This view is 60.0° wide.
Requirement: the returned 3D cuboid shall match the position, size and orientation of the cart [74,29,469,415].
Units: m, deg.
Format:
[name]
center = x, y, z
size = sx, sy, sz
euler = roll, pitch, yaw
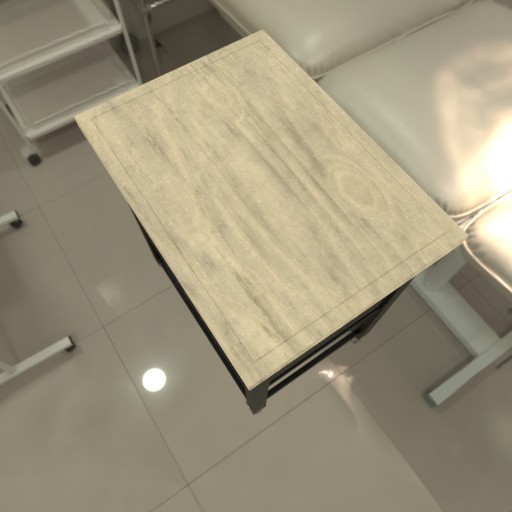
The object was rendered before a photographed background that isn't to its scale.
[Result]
[cart]
center = 0.000, 0.000, 1.441
size = 0.567, 0.920, 0.797
euler = -31, 68, -14
